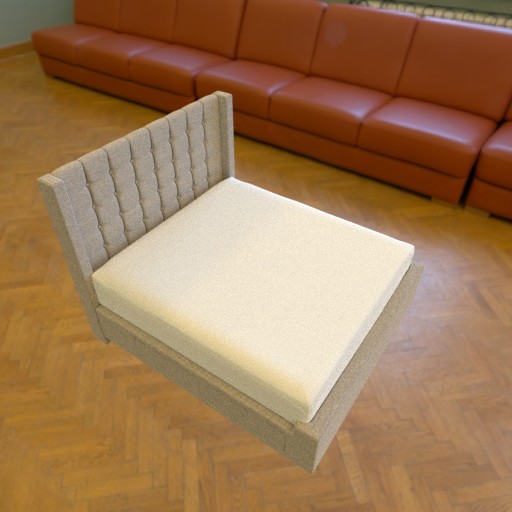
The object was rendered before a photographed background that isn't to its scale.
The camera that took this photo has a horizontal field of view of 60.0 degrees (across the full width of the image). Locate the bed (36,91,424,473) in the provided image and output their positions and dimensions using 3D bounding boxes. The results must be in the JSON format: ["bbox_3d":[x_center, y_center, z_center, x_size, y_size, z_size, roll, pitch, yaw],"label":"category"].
[{"bbox_3d":[0.000,0.000,3.790,2.372,1.748,2.044,24,46,26],"label":"bed"}]
